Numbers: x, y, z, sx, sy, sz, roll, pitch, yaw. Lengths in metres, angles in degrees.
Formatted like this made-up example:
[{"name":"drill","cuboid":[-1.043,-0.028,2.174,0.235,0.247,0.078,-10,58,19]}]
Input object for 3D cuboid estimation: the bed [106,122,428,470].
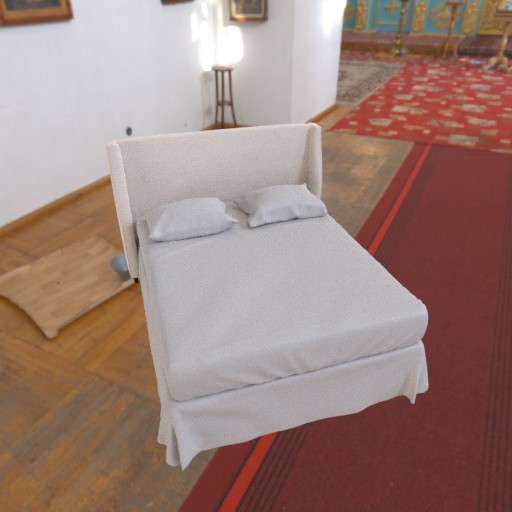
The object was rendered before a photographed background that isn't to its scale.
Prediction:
[{"name":"bed","cuboid":[0.000,0.000,3.356,1.925,1.332,2.276,-9,33,-15]}]
